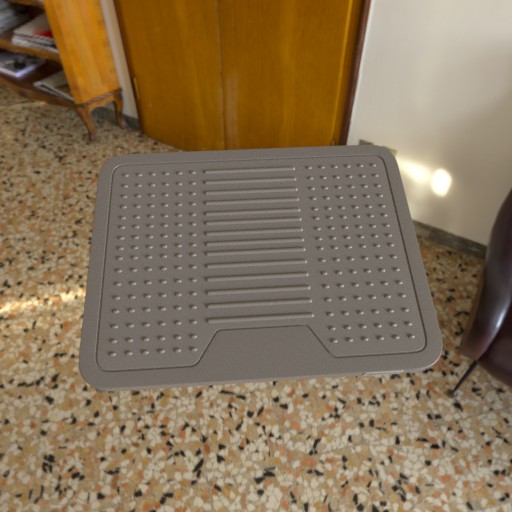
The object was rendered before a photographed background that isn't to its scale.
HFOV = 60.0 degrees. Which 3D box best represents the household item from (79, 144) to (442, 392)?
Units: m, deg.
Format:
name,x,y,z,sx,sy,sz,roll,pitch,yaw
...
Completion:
name,x,y,z,sx,sy,sz,roll,pitch,yaw
household item,0.000,0.000,0.543,0.390,0.126,0.301,-3,47,-3
